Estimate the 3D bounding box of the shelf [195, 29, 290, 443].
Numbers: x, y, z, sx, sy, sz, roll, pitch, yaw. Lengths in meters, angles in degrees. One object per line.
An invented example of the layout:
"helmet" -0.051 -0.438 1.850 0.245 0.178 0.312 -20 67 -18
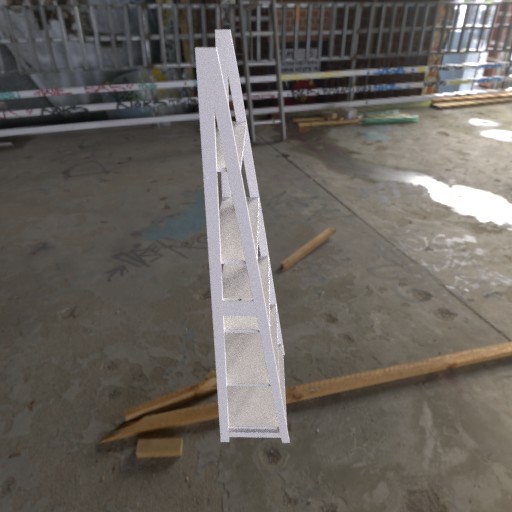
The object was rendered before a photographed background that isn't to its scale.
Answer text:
"shelf" 0.000 0.000 2.001 0.341 1.779 0.636 0 31 1
